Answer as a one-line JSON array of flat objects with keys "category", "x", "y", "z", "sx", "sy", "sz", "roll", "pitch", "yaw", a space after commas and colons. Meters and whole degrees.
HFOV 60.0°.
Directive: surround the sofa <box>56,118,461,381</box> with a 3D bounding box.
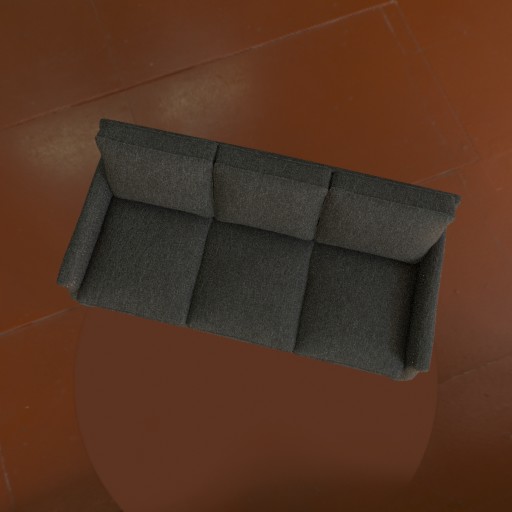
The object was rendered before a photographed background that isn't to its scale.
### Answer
[{"category": "sofa", "x": 0.000, "y": 0.000, "z": 2.800, "sx": 2.246, "sy": 1.003, "sz": 1.084, "roll": 13, "pitch": 77, "yaw": 3}]
